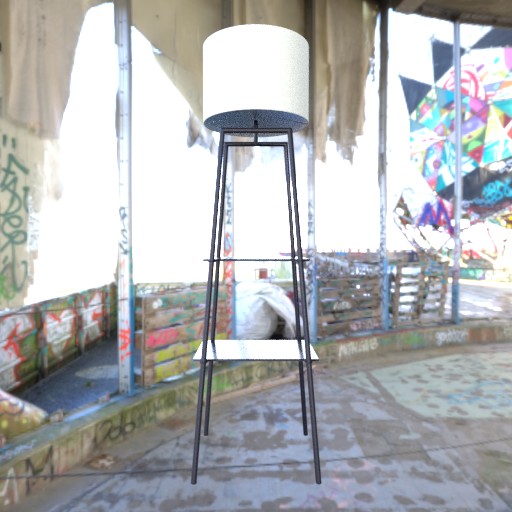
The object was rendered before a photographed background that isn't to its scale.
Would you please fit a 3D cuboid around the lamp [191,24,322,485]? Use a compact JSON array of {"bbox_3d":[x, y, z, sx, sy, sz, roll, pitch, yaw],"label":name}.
[{"bbox_3d":[0.000,0.000,1.606,0.427,1.474,0.384,0,2,0],"label":"lamp"}]
